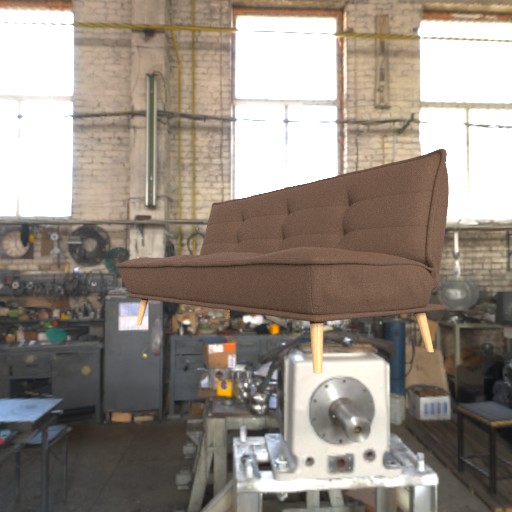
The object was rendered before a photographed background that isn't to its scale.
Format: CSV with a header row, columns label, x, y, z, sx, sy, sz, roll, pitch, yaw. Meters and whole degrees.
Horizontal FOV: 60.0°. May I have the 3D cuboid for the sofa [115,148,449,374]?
label,x,y,z,sx,sy,sz,roll,pitch,yaw
sofa,0.000,0.000,2.478,0.950,0.890,1.940,1,-2,-36
